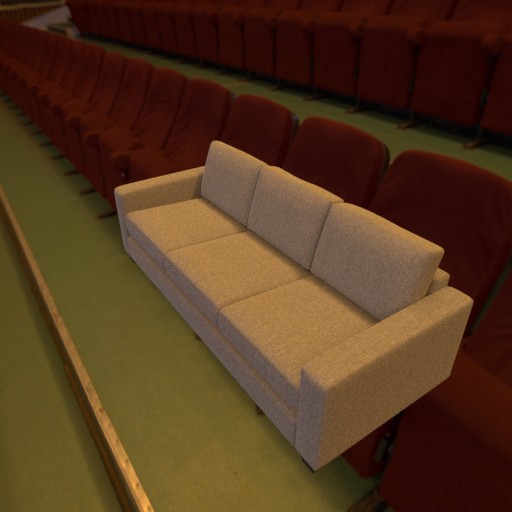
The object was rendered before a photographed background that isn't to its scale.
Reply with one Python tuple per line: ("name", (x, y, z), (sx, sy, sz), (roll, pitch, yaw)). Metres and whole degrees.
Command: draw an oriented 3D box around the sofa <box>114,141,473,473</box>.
("sofa", (0.000, 0.000, 2.548), (0.900, 0.800, 2.120), (-20, 37, -29))
